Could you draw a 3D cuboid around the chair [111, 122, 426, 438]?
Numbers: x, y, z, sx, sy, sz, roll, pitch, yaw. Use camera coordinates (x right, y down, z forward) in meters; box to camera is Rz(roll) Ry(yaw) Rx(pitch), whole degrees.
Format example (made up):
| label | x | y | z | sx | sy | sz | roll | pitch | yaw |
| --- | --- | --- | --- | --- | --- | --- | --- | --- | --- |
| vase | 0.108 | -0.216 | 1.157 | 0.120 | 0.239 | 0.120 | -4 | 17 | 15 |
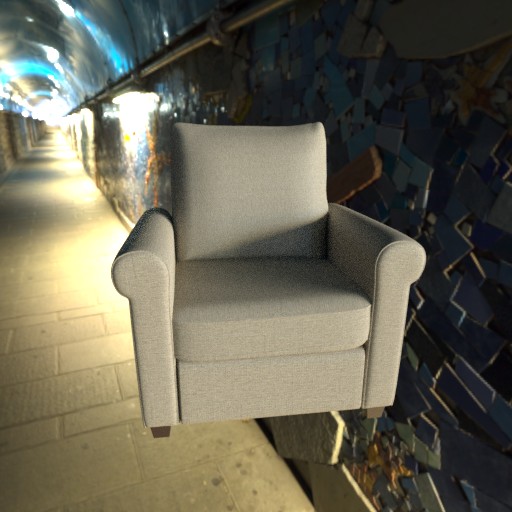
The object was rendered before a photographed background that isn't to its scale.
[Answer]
| label | x | y | z | sx | sy | sz | roll | pitch | yaw |
| --- | --- | --- | --- | --- | --- | --- | --- | --- | --- |
| chair | 0.000 | 0.000 | 2.340 | 1.275 | 1.349 | 1.180 | -2 | 17 | -8 |
